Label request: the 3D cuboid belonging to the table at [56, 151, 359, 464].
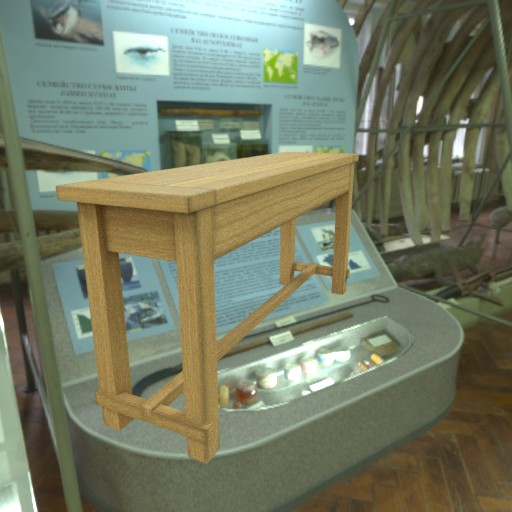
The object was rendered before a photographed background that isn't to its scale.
[{"bbox_3d":[0.000,0.000,1.866,0.442,0.762,1.599,8,18,25],"label":"table"}]
